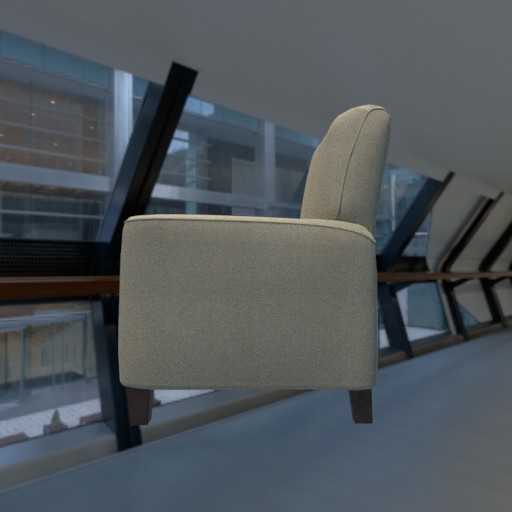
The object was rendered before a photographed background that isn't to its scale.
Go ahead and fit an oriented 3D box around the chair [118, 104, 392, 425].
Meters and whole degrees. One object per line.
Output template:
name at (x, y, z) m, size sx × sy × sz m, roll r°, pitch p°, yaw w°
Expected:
chair at (0.000, 0.000, 1.689) m, size 0.853 × 1.006 × 0.850 m, roll 0°, pitch 0°, yaw -1°
